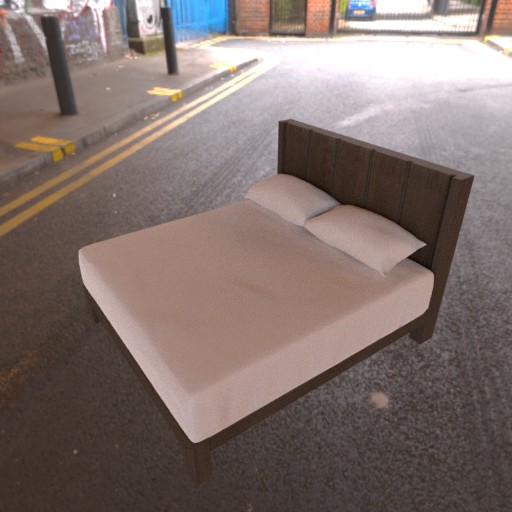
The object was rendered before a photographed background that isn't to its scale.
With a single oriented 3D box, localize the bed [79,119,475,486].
[{"bbox_3d":[0.000,0.000,3.073,1.992,1.261,1.735,-20,36,-30],"label":"bed"}]
